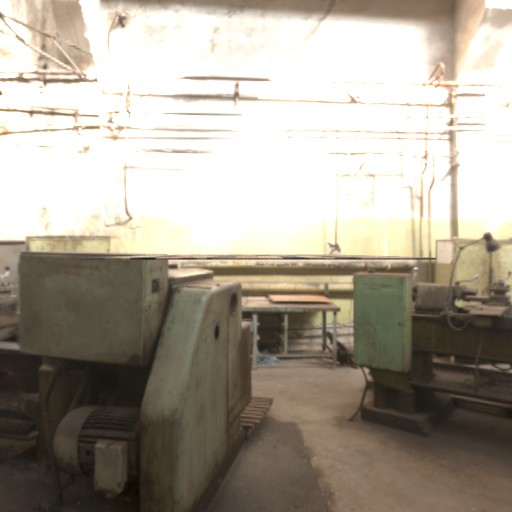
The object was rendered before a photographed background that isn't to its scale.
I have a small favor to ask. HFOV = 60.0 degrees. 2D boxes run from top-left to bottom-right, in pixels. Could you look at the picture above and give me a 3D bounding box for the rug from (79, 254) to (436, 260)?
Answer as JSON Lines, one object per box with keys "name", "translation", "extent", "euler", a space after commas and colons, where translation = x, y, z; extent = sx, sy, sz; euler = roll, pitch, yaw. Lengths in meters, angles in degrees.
{"name": "rug", "translation": [0.000, 0.000, 3.056], "extent": [1.513, 0.008, 2.423], "euler": [0, 1, -1]}
